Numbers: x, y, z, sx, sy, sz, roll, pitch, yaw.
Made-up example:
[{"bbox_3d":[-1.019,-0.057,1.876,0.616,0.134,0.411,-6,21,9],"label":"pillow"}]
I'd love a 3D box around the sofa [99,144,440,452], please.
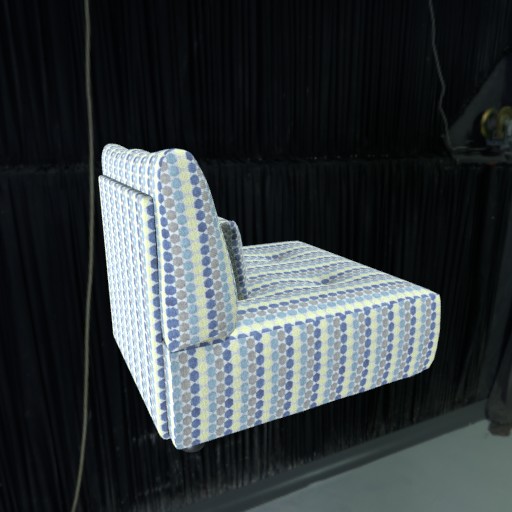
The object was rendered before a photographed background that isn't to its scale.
[{"bbox_3d":[0.000,0.000,1.702,1.000,0.830,0.930,-8,17,-26],"label":"sofa"}]
